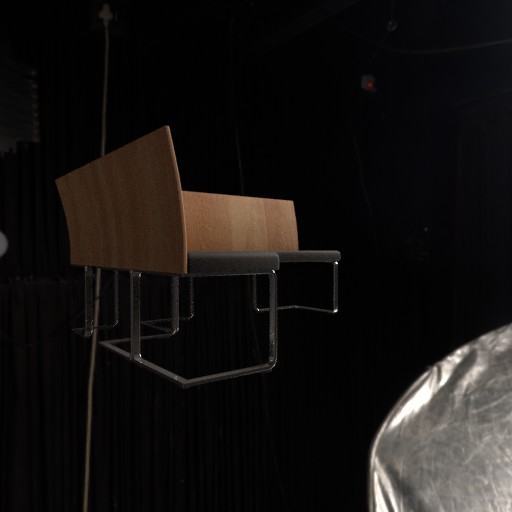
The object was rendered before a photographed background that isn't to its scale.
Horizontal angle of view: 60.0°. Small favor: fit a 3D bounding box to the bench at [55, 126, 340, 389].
[{"bbox_3d":[0.000,0.000,2.715,1.945,0.930,1.495,-1,1,-38],"label":"bench"}]
